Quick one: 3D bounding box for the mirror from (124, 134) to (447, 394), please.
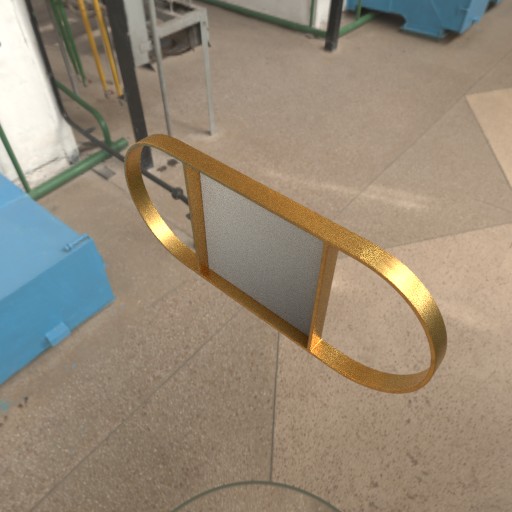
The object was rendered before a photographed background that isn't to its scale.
[{"bbox_3d":[0.000,0.000,0.672,0.584,0.254,0.032,32,55,26],"label":"mirror"}]
